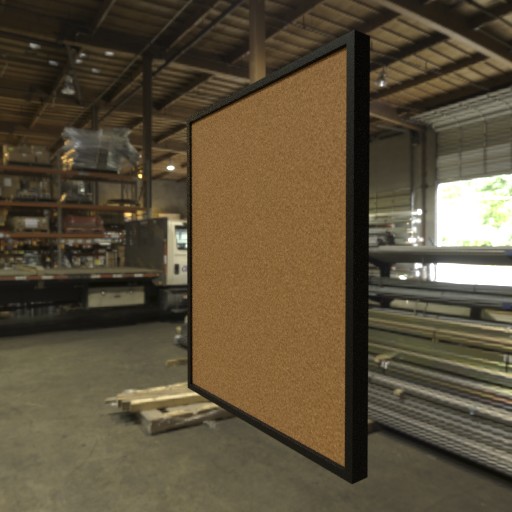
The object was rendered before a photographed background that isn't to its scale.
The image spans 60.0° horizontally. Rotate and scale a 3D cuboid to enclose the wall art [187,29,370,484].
[{"bbox_3d":[0.000,0.000,0.740,0.029,0.559,0.457,-1,2,-35],"label":"wall art"}]
